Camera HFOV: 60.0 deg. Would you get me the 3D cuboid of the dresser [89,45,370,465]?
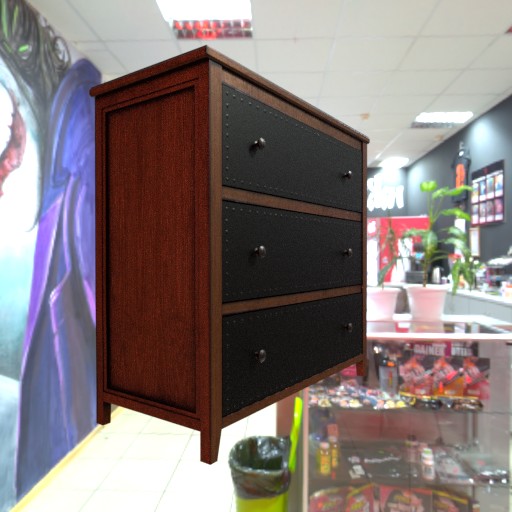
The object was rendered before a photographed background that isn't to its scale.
[{"bbox_3d":[0.000,0.000,1.943,0.591,1.224,1.250,0,0,36],"label":"dresser"}]
